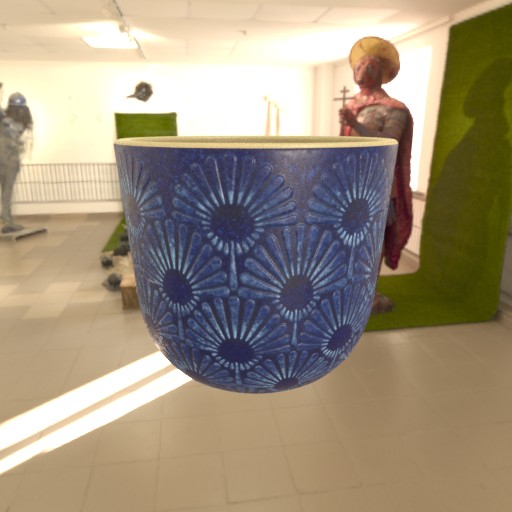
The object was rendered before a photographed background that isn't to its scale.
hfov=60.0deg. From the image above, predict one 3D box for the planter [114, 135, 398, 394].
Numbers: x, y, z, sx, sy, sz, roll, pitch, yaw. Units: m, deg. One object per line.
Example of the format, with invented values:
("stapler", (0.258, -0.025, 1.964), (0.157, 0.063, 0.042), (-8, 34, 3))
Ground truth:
("planter", (0.000, 0.000, 0.297), (0.170, 0.153, 0.170), (0, 16, 0))
